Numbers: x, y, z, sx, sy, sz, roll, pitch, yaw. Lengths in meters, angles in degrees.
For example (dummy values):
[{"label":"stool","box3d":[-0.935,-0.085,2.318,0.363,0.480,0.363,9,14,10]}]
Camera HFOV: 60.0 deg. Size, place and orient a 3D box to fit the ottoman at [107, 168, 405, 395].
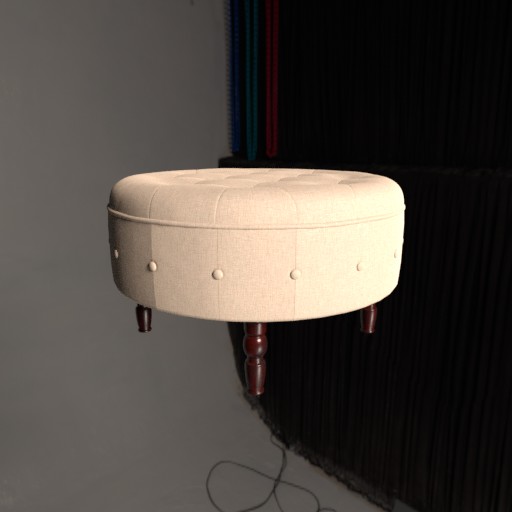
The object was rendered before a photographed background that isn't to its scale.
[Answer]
[{"label":"ottoman","box3d":[0.000,0.000,1.365,0.848,0.494,0.848,0,14,0]}]
